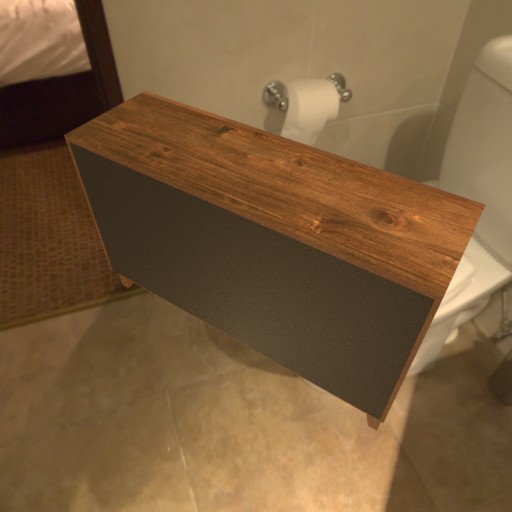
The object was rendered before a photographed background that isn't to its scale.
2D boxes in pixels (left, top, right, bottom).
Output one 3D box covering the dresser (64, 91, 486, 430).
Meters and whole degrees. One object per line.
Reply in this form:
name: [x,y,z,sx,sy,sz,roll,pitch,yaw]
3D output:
dresser: [0.000,0.000,1.807,1.400,0.873,0.446,25,51,22]
